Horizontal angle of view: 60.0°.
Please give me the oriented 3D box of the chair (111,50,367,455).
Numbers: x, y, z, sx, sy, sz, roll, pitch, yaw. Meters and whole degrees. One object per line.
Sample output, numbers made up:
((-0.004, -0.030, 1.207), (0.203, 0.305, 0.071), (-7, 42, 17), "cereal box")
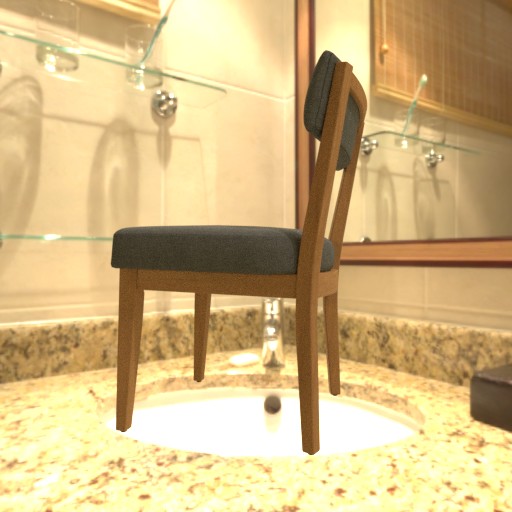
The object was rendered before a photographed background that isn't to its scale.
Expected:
((0.000, 0.000, 1.177), (0.572, 0.832, 0.508), (0, 0, 17), "chair")
